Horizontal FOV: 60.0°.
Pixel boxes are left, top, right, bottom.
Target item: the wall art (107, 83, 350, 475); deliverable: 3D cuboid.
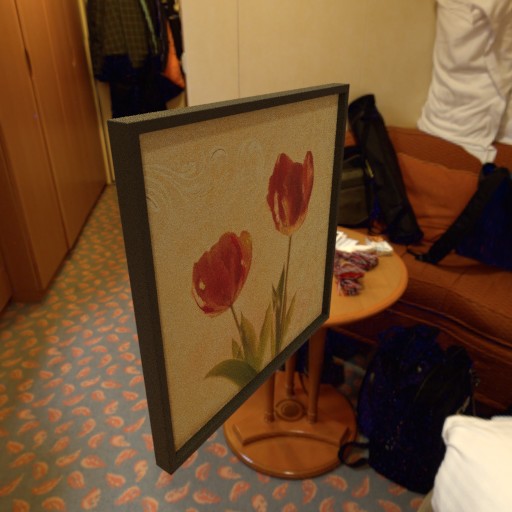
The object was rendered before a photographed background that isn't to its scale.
[{"bbox_3d":[0.000,0.000,0.512,0.038,0.349,0.349,18,31,32],"label":"wall art"}]
